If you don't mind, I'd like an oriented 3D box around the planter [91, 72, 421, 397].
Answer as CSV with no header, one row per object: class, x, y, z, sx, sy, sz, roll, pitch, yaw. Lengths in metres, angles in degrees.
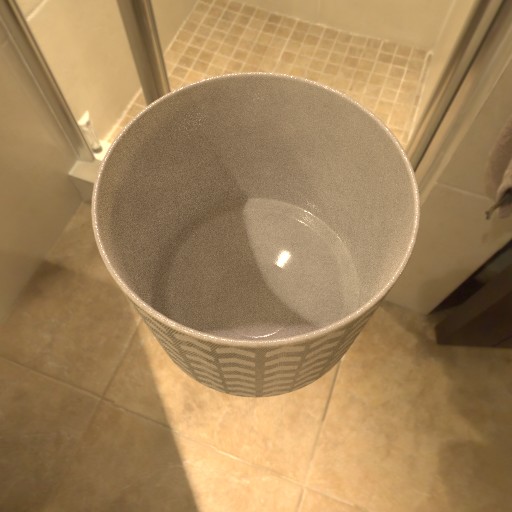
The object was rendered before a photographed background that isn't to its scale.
planter,0.000,0.000,0.446,0.250,0.239,0.250,0,63,0
